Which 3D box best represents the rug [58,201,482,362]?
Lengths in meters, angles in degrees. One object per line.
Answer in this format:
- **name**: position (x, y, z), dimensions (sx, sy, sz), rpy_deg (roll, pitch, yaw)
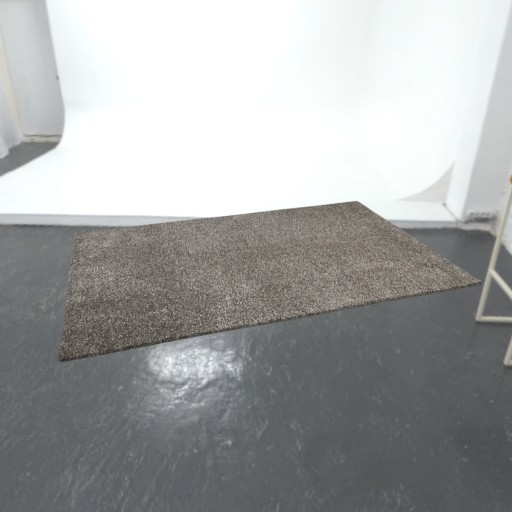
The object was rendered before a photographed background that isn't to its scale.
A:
- **rug**: position (0.000, 0.000, 2.962), dimensions (2.352, 0.025, 1.501), rpy_deg (-8, 28, -16)
